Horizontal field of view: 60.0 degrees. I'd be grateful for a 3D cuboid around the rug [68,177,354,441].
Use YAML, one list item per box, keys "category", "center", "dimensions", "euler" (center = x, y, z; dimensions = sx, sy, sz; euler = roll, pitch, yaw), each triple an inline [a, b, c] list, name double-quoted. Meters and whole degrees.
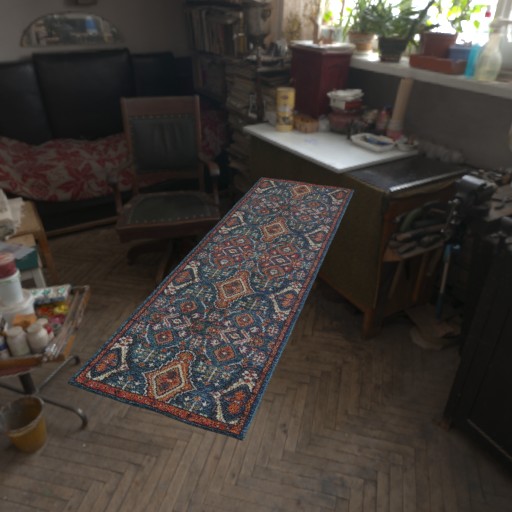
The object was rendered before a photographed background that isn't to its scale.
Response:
- category: "rug"
  center: [0.000, 0.000, 2.723]
  dimensions: [0.801, 0.010, 2.459]
  euler: [11, 34, 17]
